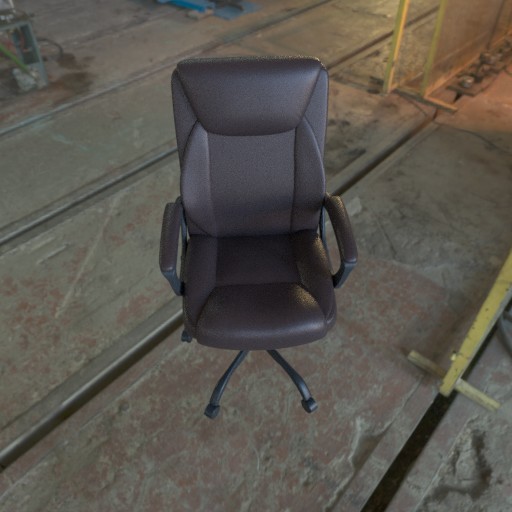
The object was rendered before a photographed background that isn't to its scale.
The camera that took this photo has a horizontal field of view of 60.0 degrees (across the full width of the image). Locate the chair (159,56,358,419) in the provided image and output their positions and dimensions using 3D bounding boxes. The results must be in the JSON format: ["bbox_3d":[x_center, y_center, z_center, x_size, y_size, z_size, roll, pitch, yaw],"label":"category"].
[{"bbox_3d":[0.000,0.000,1.460,0.615,1.072,0.655,-3,46,-2],"label":"chair"}]
